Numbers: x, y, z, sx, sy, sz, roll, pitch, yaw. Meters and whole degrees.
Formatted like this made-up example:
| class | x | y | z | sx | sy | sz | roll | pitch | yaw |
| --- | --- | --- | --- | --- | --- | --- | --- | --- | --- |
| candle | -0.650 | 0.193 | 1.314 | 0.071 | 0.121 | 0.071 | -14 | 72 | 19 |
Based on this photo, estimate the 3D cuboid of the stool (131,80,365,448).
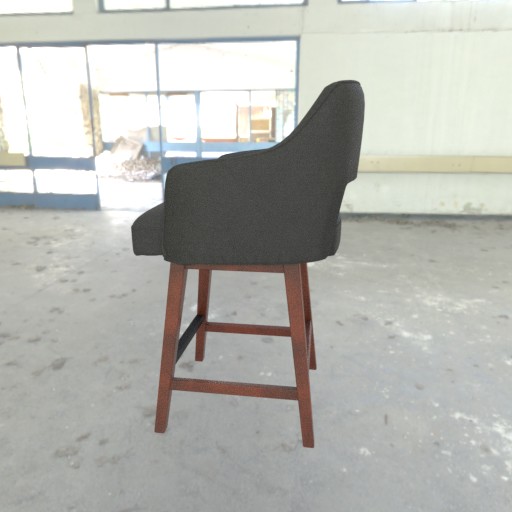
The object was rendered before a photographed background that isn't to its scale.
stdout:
| class | x | y | z | sx | sy | sz | roll | pitch | yaw |
| --- | --- | --- | --- | --- | --- | --- | --- | --- | --- |
| stool | 0.000 | 0.000 | 1.269 | 0.558 | 0.912 | 0.548 | 2 | 15 | 8 |
